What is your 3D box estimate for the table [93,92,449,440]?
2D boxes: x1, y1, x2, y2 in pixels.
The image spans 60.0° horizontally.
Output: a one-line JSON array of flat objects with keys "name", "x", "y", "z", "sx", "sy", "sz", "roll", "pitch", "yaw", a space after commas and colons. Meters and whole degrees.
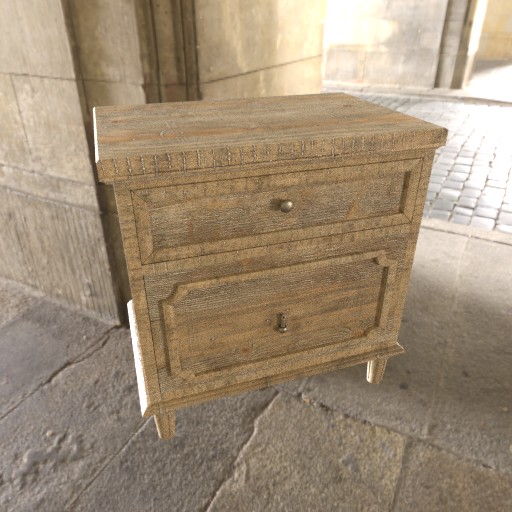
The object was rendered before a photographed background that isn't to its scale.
[{"name": "table", "x": 0.000, "y": 0.000, "z": 1.159, "sx": 0.686, "sy": 0.711, "sz": 0.457, "roll": -9, "pitch": 31, "yaw": -16}]
